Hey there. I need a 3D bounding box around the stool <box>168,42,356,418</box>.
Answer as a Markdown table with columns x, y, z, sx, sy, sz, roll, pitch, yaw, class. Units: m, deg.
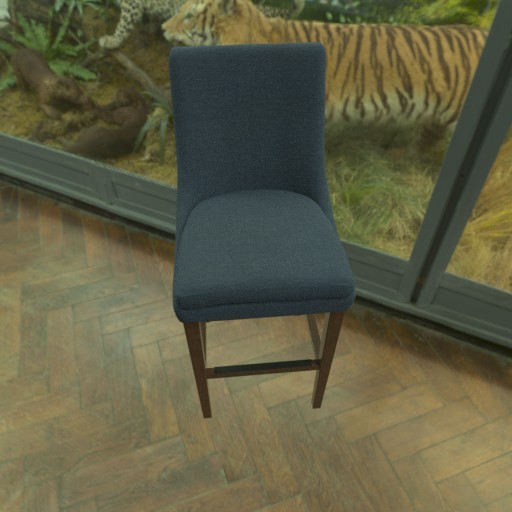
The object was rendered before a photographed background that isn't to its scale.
| x | y | z | sx | sy | sz | roll | pitch | yaw | class |
| --- | --- | --- | --- | --- | --- | --- | --- | --- | --- |
| 0.000 | 0.000 | 1.372 | 0.470 | 1.078 | 0.577 | -4 | 45 | -4 | stool |
